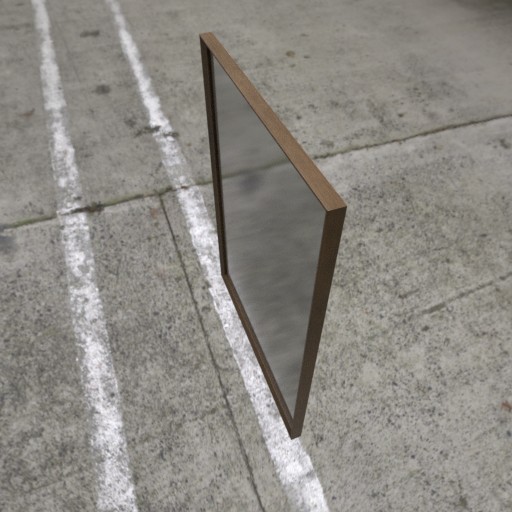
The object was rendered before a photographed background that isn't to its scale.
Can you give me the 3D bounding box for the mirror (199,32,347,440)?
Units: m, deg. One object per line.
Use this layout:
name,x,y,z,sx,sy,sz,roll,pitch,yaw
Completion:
mirror,0.000,0.000,1.338,0.041,1.016,0.762,-16,50,-14
